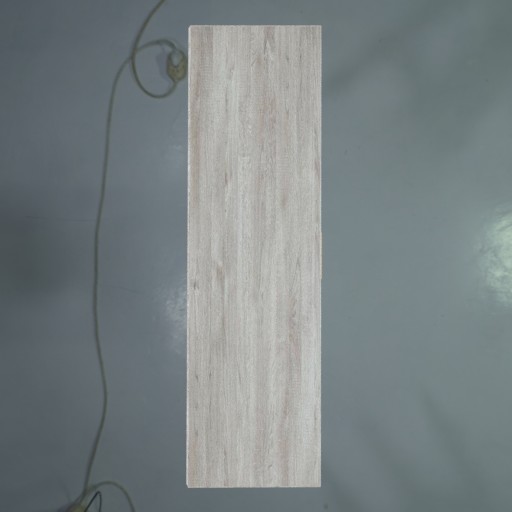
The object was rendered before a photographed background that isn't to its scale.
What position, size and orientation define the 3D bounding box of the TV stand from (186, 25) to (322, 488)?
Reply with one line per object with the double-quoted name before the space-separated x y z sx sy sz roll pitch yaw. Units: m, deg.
"TV stand" 0.000 0.000 1.541 0.401 0.565 1.313 0 89 0
